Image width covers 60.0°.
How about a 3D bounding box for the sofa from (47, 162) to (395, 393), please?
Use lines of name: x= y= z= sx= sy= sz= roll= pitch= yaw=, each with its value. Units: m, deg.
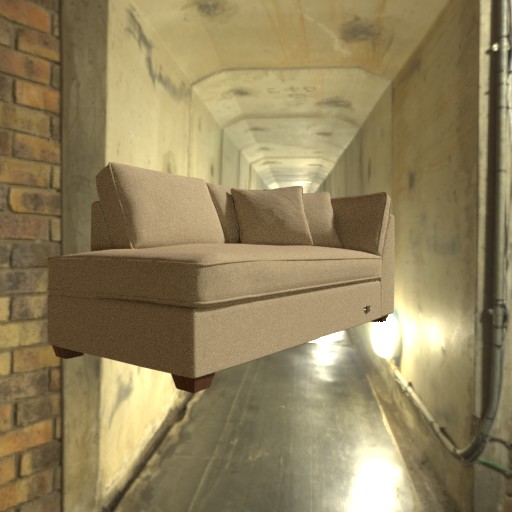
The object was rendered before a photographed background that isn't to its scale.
sofa: x=0.000 y=0.000 z=2.853 sx=1.110 sy=1.033 sz=2.237 roll=1 pitch=1 yaw=37
